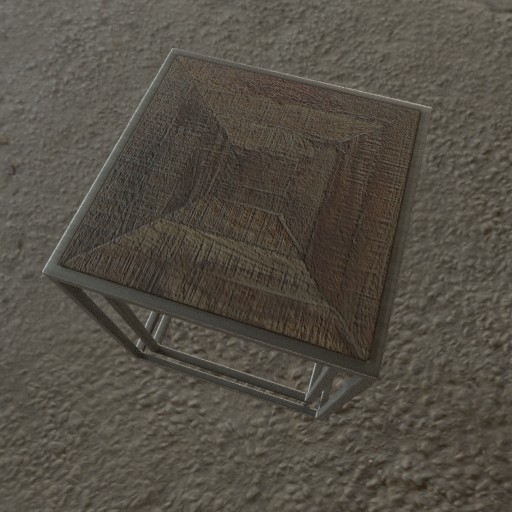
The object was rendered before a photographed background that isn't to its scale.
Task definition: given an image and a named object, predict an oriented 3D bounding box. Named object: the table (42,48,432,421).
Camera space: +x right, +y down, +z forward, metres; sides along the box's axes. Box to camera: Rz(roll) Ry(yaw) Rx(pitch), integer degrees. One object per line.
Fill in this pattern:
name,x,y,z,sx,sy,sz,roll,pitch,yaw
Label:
table,0.000,0.000,0.869,0.450,0.500,0.449,16,65,8
